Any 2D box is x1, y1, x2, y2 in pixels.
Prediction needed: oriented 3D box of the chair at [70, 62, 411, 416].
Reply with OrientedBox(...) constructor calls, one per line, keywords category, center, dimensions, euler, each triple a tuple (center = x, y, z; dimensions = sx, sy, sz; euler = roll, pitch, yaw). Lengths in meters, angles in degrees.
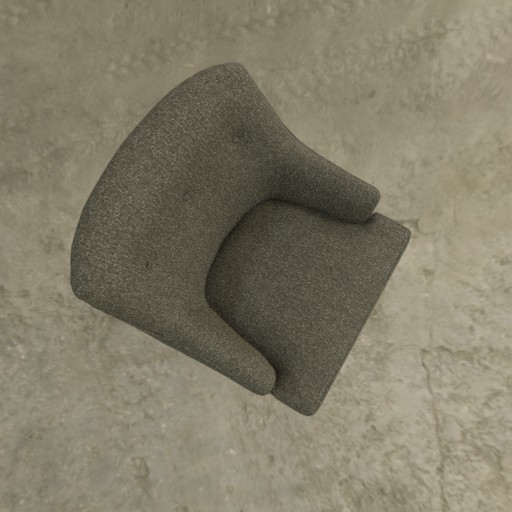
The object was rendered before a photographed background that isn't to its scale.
OrientedBox(category="chair", center=(0.000, 0.000, 1.613), dimensions=(0.923, 0.856, 0.864), euler=(30, 78, 7))
